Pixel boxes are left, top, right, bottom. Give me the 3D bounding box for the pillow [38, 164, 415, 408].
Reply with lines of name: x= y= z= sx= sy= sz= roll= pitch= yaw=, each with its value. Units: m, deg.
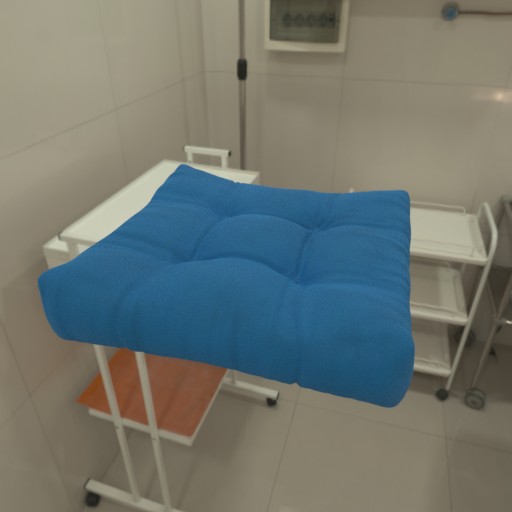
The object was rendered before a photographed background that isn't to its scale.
pillow: x=0.000 y=0.000 z=0.729 sx=0.490 sy=0.128 sz=0.468 roll=9 pitch=33 yaw=14
